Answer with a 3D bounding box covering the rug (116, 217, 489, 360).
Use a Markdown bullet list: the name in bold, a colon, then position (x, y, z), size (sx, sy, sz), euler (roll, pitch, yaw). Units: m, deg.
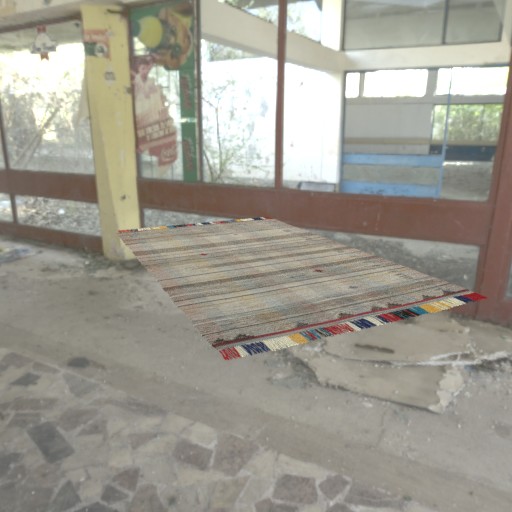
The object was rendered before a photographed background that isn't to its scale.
- **rug**: position (0.000, 0.000, 2.972), size (1.465, 0.012, 2.465), euler (-8, 17, -25)
